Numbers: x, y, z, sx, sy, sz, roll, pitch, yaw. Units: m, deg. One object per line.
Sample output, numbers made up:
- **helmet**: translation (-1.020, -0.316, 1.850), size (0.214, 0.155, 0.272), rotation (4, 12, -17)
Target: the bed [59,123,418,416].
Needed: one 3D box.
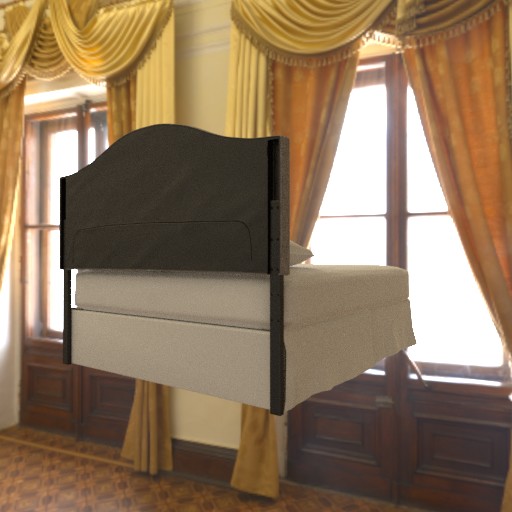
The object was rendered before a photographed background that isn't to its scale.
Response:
- **bed**: translation (0.000, 0.000, 2.963), size (1.610, 1.295, 1.870), rotation (0, 0, 35)
